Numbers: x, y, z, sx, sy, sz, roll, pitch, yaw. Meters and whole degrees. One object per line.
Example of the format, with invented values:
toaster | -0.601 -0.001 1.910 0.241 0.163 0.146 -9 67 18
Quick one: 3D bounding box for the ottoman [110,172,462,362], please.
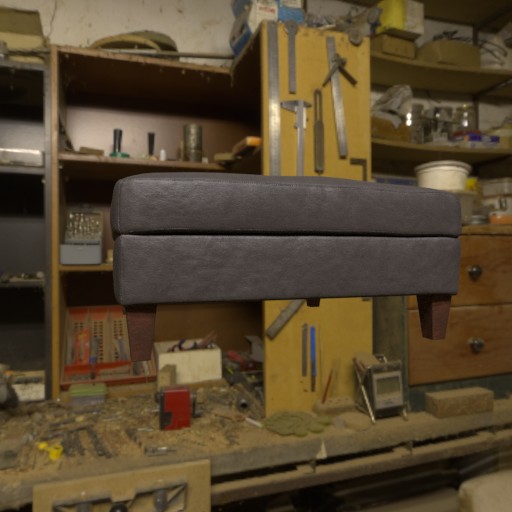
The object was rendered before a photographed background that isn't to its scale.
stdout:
ottoman | 0.000 0.000 1.350 0.844 0.415 0.836 0 0 -18
